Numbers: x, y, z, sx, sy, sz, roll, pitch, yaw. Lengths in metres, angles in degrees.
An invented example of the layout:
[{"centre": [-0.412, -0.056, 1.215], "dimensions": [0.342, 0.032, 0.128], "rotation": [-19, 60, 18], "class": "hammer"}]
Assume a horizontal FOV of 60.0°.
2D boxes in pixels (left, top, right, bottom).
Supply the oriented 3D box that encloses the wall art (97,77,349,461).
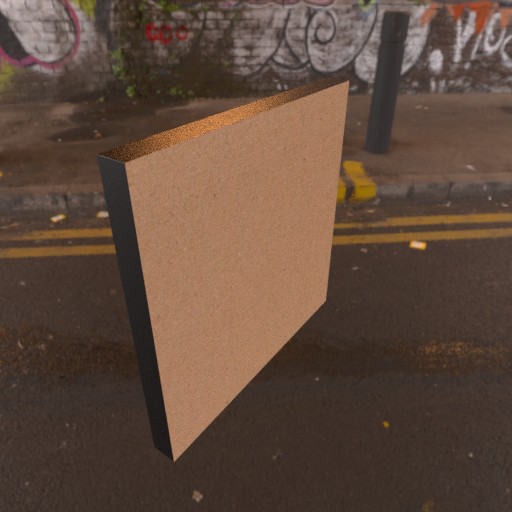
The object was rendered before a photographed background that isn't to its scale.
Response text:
[{"centre": [0.000, 0.000, 0.487], "dimensions": [0.029, 0.318, 0.327], "rotation": [21, 38, 30], "class": "wall art"}]
